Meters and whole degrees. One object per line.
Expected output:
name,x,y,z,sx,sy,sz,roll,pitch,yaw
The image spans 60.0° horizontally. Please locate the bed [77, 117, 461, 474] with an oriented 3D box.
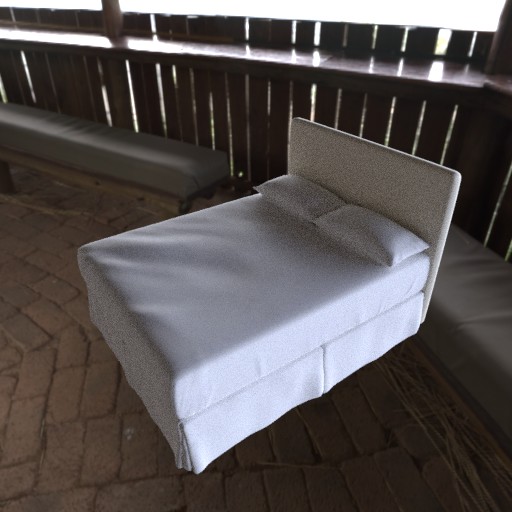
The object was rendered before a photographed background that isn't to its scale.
bed,0.000,0.000,3.202,2.147,1.330,1.714,-21,38,-29
